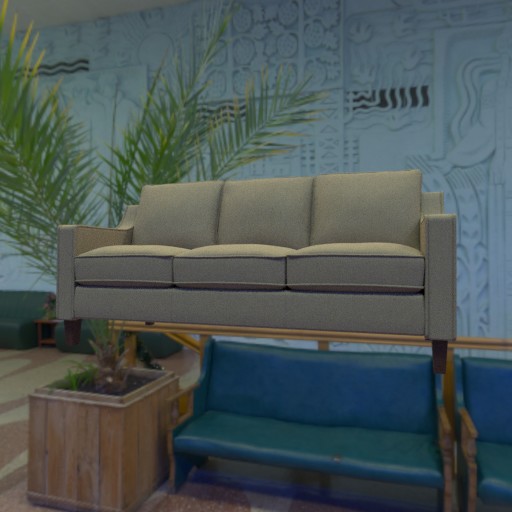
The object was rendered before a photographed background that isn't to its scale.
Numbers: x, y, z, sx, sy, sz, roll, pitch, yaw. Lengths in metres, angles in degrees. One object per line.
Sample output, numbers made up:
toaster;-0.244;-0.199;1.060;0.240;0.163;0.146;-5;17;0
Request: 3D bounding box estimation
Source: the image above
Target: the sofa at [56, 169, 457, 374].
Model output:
sofa;0.000;0.000;2.497;1.986;0.974;0.911;0;0;18
